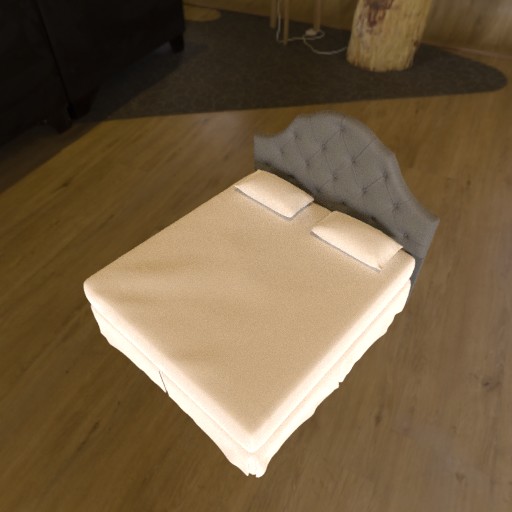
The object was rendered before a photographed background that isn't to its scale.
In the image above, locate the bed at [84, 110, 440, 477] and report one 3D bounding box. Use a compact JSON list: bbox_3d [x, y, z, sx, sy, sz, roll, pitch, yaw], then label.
[{"bbox_3d":[0.000,0.000,3.593,2.008,1.615,2.214,33,54,28],"label":"bed"}]
